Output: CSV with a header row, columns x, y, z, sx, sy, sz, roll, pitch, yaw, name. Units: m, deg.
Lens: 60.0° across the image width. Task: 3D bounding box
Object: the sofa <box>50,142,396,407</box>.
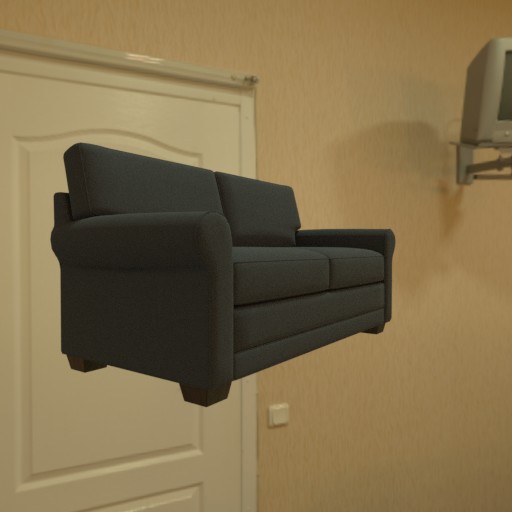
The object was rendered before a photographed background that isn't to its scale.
x,y,z,sx,sy,sz,roll,pitch,yaw,name
0.000,0.000,2.469,0.940,1.020,1.930,1,1,36,sofa
